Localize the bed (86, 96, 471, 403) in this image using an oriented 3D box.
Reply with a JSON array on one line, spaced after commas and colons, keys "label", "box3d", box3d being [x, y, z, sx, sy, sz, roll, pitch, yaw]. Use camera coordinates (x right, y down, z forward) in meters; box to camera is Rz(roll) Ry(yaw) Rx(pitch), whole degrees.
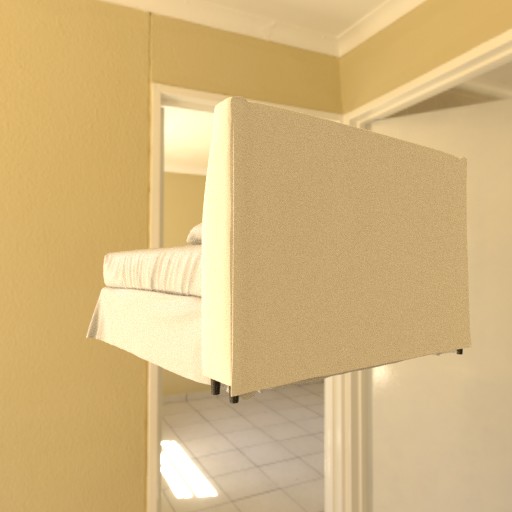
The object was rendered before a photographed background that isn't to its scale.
[{"label": "bed", "box3d": [0.000, 0.000, 3.320, 1.925, 1.332, 2.276, 1, -2, -36]}]
